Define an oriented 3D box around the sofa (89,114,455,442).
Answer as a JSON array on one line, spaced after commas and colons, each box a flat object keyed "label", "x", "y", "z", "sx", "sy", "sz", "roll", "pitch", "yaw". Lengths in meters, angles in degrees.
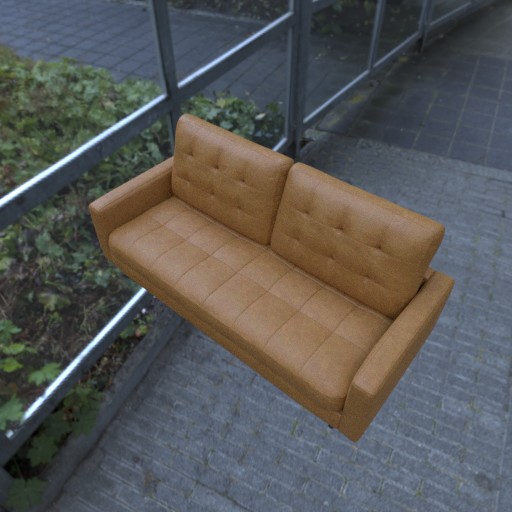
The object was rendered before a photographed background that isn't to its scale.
[{"label": "sofa", "x": 0.000, "y": 0.000, "z": 2.350, "sx": 1.821, "sy": 0.898, "sz": 0.850, "roll": 31, "pitch": 52, "yaw": 27}]
